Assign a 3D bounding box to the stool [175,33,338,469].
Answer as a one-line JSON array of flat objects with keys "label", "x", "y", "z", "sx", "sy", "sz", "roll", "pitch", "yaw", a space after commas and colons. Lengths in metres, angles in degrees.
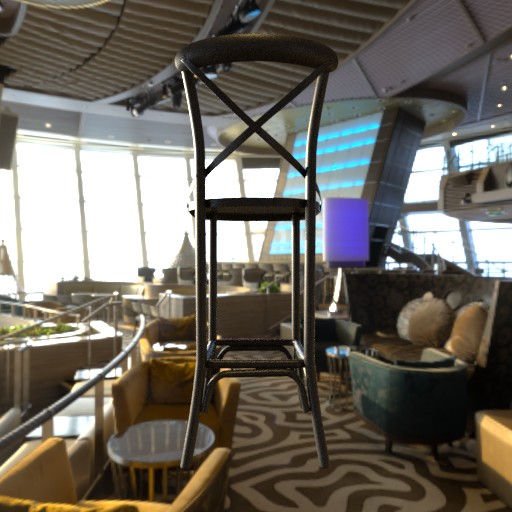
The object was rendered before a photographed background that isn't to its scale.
[{"label": "stool", "x": 0.000, "y": 0.000, "z": 1.448, "sx": 0.457, "sy": 1.168, "sz": 0.584, "roll": 0, "pitch": -1, "yaw": -1}]
